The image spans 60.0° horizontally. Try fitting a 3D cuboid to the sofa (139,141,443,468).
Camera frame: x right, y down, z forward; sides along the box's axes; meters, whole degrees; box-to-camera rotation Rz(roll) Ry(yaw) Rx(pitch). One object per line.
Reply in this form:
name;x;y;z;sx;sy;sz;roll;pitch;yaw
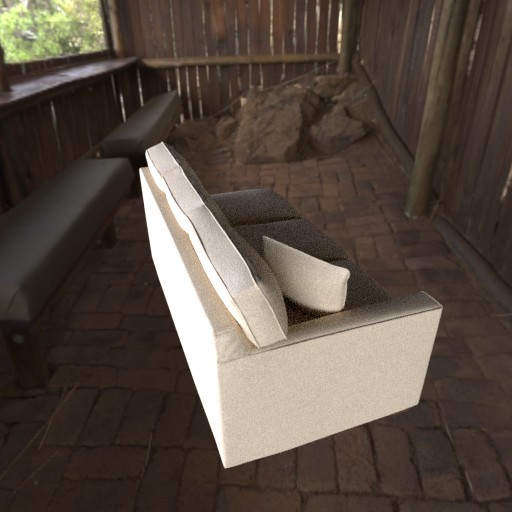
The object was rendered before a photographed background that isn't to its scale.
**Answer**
sofa;0.000;0.000;2.602;1.034;0.946;1.962;-10;31;-18
